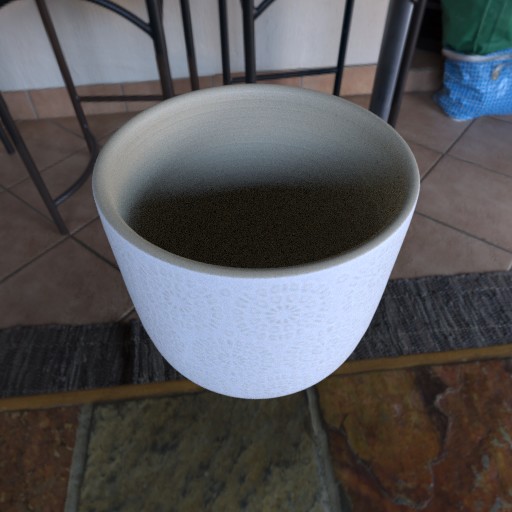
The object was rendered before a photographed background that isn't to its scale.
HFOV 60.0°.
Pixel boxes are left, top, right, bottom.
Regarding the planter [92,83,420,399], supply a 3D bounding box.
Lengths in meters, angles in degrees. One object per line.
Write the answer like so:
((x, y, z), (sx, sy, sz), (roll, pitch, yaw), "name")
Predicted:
((0.000, 0.000, 0.357), (0.208, 0.190, 0.208), (0, 47, 0), "planter")
